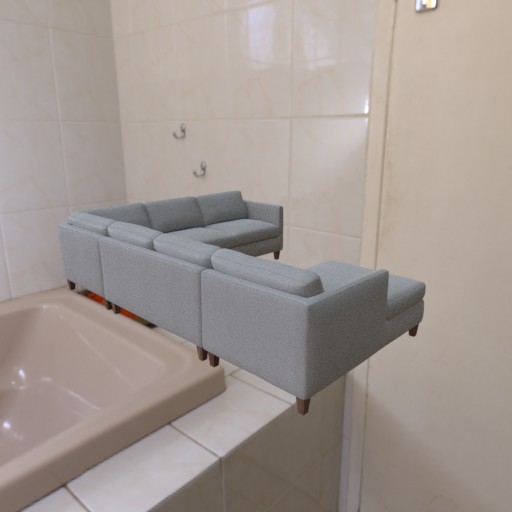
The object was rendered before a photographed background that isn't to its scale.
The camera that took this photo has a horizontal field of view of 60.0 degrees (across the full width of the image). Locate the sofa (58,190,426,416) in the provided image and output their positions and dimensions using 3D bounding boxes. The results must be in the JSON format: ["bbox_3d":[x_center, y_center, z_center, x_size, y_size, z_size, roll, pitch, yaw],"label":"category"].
[{"bbox_3d":[0.000,0.000,4.370,3.238,0.853,2.551,14,21,42],"label":"sofa"}]
